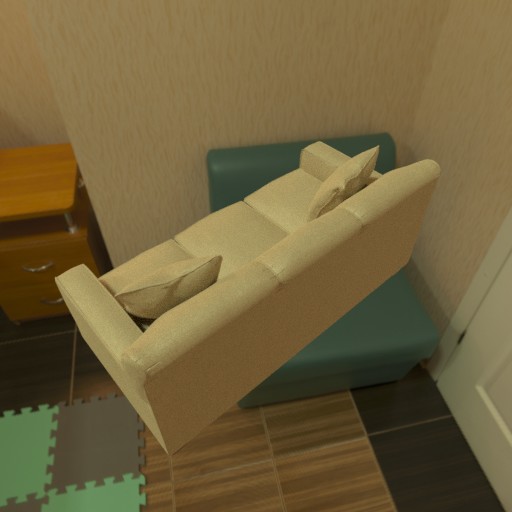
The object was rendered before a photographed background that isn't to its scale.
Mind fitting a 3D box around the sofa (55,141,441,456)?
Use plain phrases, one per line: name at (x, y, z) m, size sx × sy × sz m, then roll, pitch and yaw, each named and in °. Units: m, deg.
sofa at (0.000, 0.000, 2.626) m, size 2.024 × 0.958 × 0.997 m, roll -32°, pitch 54°, yaw -28°
